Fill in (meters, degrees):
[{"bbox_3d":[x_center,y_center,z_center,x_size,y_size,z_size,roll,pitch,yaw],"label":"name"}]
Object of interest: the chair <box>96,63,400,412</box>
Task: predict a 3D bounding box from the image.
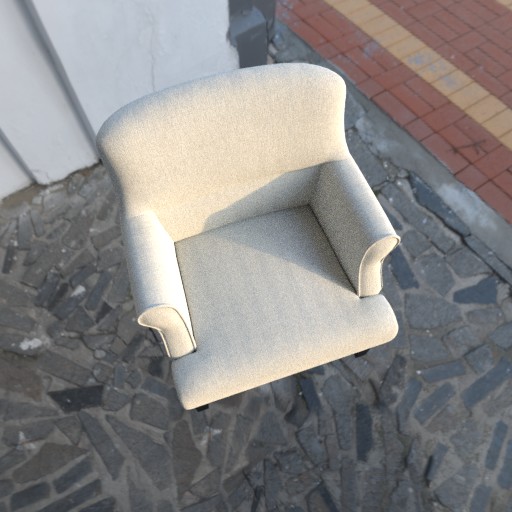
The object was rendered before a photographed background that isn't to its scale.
[{"bbox_3d":[0.000,0.000,1.453,0.781,0.875,0.750,-17,64,-8],"label":"chair"}]
